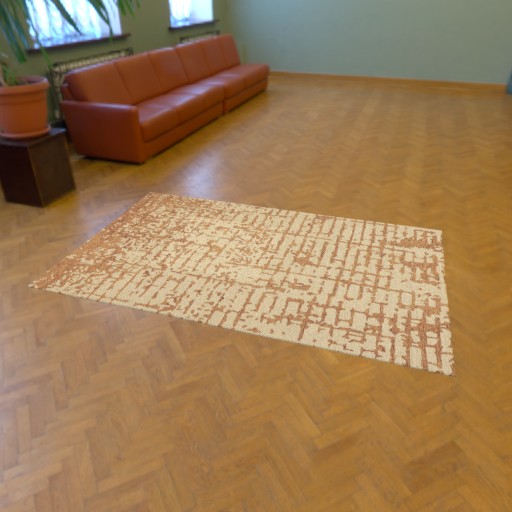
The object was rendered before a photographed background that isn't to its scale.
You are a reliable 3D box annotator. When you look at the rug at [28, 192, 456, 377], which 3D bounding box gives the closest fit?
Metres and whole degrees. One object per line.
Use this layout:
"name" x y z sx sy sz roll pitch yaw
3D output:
"rug" 0.000 0.000 3.000 2.435 0.011 1.517 9 32 15
